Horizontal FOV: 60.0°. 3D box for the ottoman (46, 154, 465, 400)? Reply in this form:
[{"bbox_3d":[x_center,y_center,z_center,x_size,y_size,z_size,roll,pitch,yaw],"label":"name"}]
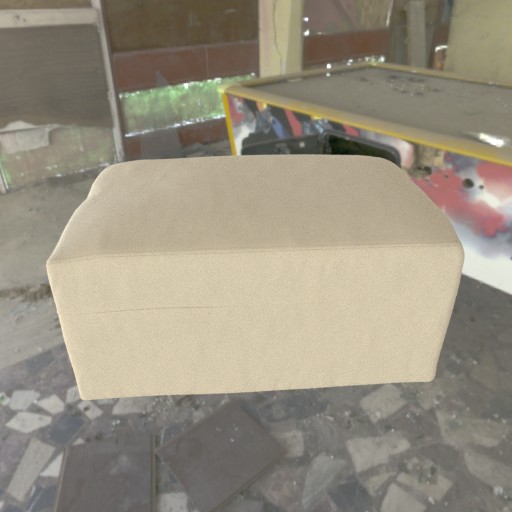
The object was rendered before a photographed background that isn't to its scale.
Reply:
[{"bbox_3d":[0.000,0.000,1.195,0.872,0.444,0.590,-2,31,-3],"label":"ottoman"}]
